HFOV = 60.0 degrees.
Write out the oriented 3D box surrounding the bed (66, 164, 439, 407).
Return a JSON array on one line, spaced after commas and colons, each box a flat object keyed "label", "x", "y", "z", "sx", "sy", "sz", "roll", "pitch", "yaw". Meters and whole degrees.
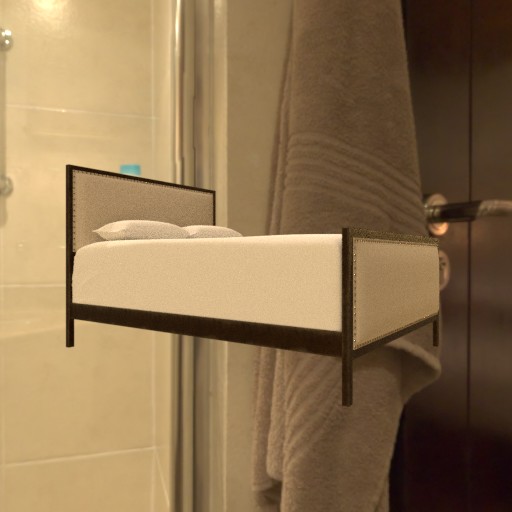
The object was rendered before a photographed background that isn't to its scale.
[{"label": "bed", "x": 0.000, "y": 0.000, "z": 3.201, "sx": 2.221, "sy": 1.313, "sz": 1.607, "roll": 0, "pitch": 0, "yaw": 35}]
